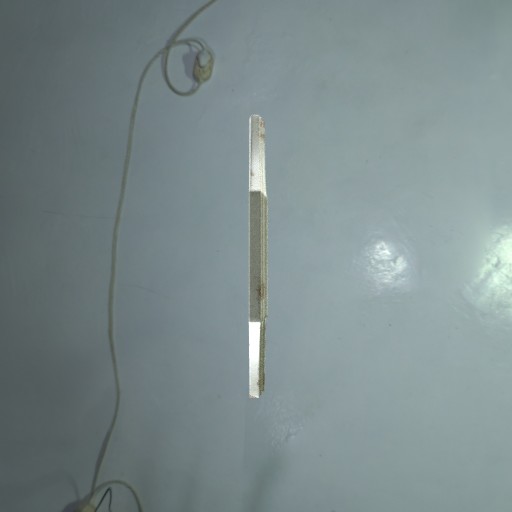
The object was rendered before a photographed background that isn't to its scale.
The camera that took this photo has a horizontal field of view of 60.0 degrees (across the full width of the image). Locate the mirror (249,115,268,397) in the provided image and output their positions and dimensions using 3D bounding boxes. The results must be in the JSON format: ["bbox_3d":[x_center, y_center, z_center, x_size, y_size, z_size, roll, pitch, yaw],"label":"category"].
[{"bbox_3d":[0.000,0.000,0.859,0.022,0.717,0.403,0,90,0],"label":"mirror"}]
